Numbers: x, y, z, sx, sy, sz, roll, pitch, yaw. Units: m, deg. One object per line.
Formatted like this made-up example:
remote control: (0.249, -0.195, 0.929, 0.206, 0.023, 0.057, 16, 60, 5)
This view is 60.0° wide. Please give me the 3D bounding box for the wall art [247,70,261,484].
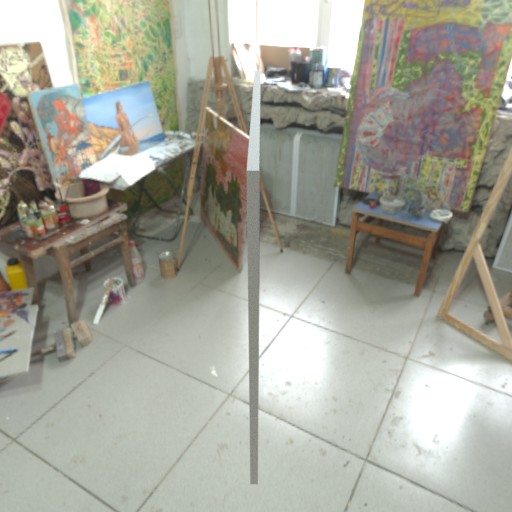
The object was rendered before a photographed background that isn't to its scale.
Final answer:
wall art: (0.000, 0.000, 0.987, 0.015, 0.660, 0.660, 0, 32, 1)
